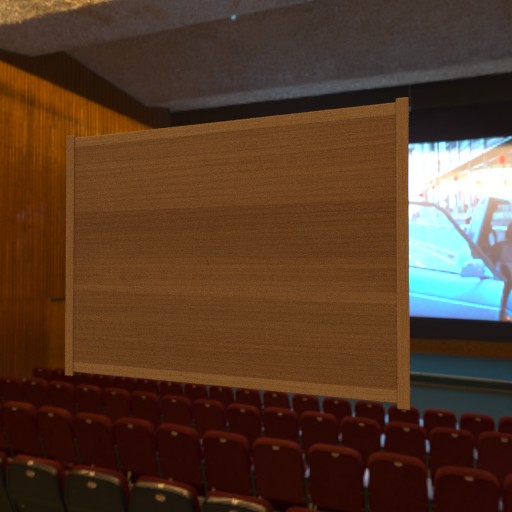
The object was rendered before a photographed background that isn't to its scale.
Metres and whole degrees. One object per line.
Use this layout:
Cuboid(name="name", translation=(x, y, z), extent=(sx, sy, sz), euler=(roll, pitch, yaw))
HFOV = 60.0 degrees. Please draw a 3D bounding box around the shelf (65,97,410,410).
Cuboid(name="shelf", translation=(0.000, 0.000, 0.636), extent=(0.415, 0.305, 0.290), euler=(0, -1, 19))
